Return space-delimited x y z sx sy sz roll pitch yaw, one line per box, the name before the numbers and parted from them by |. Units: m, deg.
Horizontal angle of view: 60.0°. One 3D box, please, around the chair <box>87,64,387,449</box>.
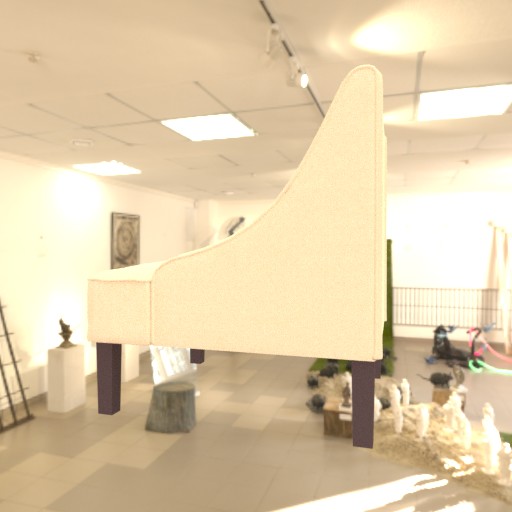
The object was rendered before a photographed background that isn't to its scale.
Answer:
chair | 0.000 0.000 1.439 0.806 0.886 0.689 0 1 17
